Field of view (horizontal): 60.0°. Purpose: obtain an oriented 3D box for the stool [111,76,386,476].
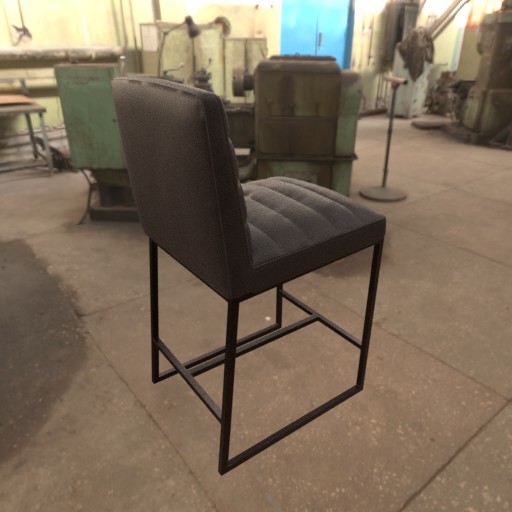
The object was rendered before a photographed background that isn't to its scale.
[{"bbox_3d":[0.000,0.000,1.241,0.562,0.946,0.463,-18,31,-32],"label":"stool"}]
